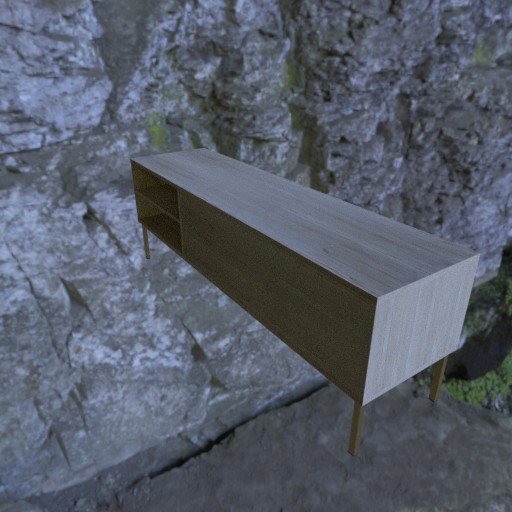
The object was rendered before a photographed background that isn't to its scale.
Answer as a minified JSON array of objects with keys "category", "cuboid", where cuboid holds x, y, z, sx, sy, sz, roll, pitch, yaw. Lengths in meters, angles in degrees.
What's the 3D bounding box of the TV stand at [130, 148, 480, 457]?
[{"category":"TV stand","cuboid":[0.000,0.000,1.842,0.420,0.550,1.600,-17,31,-31]}]
